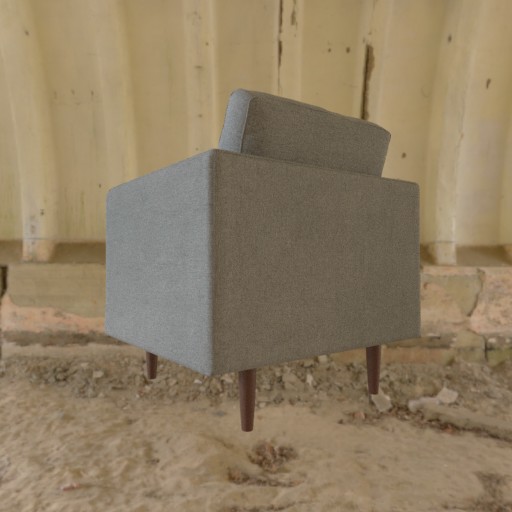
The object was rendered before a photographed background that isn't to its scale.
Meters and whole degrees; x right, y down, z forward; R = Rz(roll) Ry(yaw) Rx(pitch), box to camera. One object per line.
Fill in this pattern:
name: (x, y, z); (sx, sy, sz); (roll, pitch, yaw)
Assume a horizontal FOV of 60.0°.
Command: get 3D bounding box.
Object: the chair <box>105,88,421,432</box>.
chair: (0.000, 0.000, 1.588); (0.855, 0.927, 0.800); (0, 0, -37)
